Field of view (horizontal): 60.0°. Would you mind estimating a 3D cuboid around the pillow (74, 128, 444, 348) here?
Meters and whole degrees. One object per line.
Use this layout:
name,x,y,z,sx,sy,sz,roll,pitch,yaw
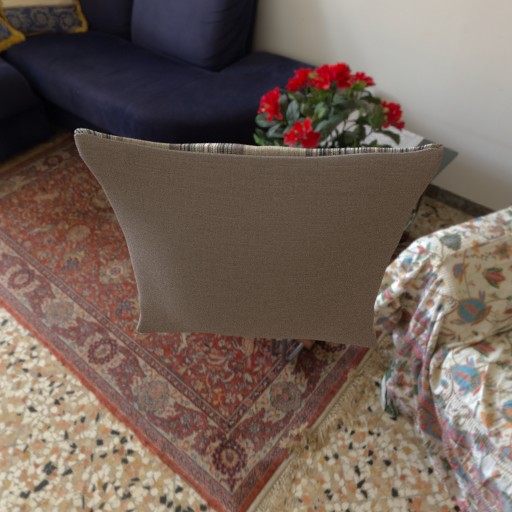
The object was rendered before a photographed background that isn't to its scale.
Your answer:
pillow,0.000,0.000,0.665,0.435,0.416,0.189,3,47,3
